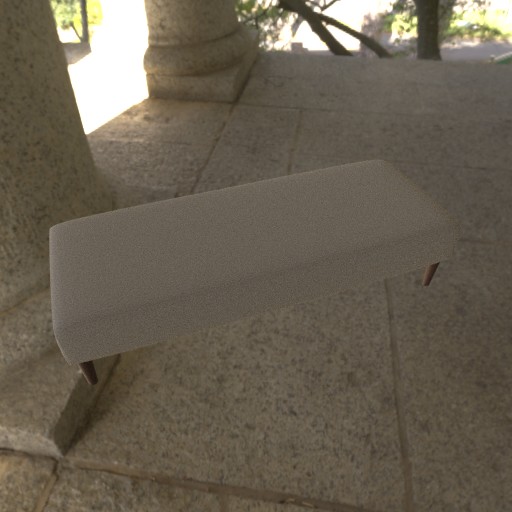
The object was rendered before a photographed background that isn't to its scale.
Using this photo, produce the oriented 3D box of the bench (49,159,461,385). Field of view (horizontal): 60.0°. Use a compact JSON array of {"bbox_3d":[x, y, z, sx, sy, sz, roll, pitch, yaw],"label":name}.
[{"bbox_3d":[0.000,0.000,1.936,1.609,0.393,0.646,-14,43,-15],"label":"bench"}]
